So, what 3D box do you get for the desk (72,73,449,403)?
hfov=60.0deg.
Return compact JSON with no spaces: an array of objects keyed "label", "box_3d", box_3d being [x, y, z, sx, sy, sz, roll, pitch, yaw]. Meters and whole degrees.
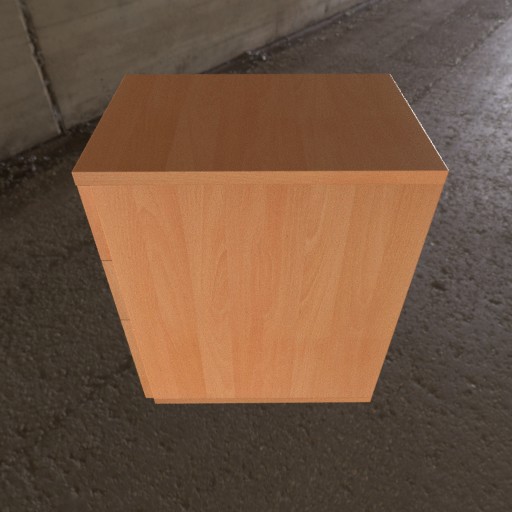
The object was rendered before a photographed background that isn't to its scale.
[{"label":"desk","box_3d":[0.000,0.000,1.085,0.600,0.730,0.404,0,43,0]}]
